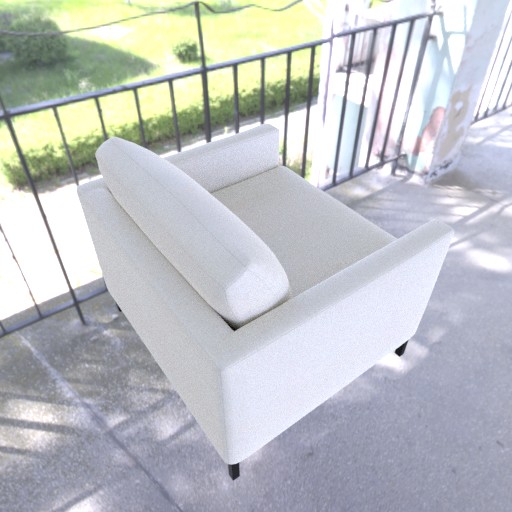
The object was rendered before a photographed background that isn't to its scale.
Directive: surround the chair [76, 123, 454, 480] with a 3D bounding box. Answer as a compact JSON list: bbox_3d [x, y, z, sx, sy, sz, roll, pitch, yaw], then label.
[{"bbox_3d":[0.000,0.000,1.580,0.875,0.806,0.964,-26,47,-27],"label":"chair"}]
